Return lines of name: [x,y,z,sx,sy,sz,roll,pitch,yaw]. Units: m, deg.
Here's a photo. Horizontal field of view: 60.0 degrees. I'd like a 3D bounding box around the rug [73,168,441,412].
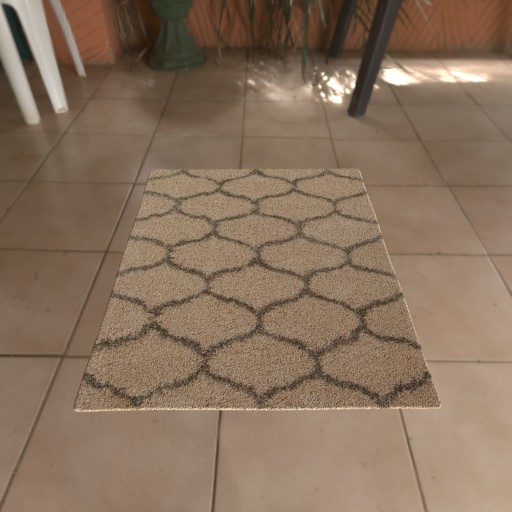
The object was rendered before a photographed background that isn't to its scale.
rug: [0.000,0.000,3.982,2.399,0.026,3.000,0,42,0]
